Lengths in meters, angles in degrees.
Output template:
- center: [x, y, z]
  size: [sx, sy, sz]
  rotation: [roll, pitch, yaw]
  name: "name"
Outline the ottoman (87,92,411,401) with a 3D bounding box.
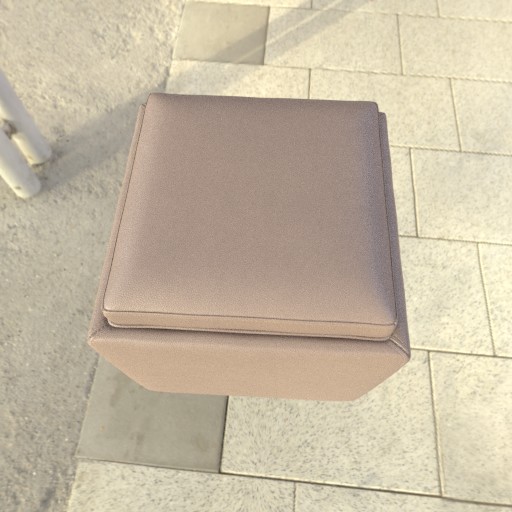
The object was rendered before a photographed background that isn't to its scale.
- center: [0.000, 0.000, 0.821]
  size: [0.450, 0.460, 0.451]
  rotation: [3, 64, 1]
  name: "ottoman"
